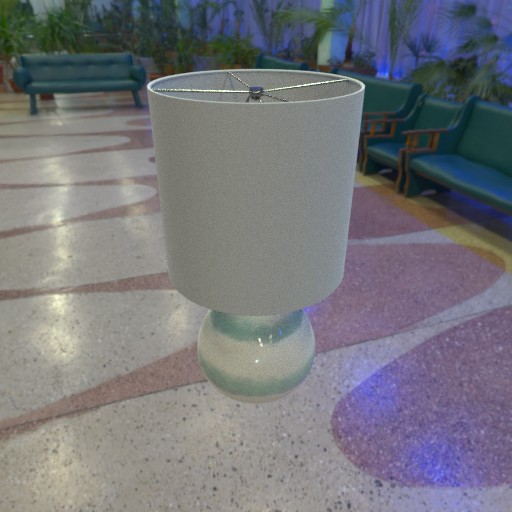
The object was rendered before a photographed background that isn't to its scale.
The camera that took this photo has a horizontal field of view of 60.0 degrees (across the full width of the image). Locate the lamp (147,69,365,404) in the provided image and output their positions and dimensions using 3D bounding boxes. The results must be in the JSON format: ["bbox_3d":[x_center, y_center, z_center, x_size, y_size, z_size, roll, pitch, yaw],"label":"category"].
[{"bbox_3d":[0.000,0.000,0.549,0.217,0.404,0.217,-9,31,-16],"label":"lamp"}]
